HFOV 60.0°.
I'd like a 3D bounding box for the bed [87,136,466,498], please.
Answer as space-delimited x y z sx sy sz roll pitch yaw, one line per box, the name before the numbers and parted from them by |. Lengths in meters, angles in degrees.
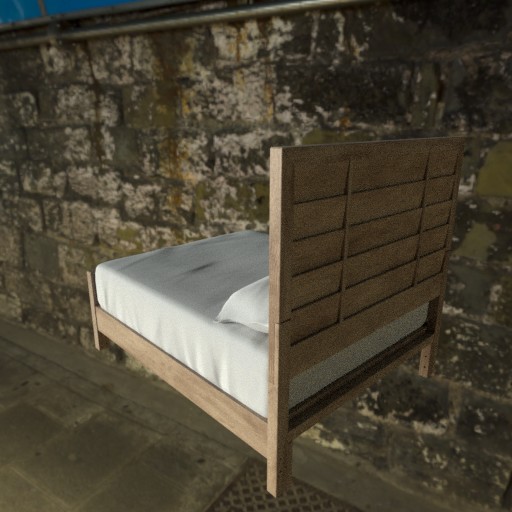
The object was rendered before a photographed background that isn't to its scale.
bed | 0.000 0.000 3.106 1.615 1.631 2.017 -15 23 -41
